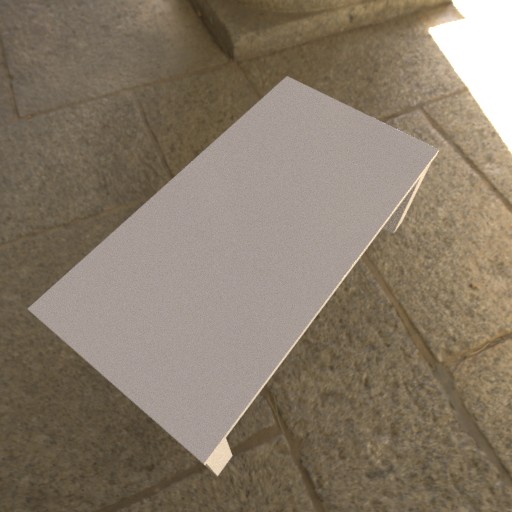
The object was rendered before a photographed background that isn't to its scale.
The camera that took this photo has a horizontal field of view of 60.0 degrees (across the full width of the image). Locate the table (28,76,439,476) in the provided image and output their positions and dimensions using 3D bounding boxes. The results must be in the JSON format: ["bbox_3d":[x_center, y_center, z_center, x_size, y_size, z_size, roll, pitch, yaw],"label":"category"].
[{"bbox_3d":[0.000,0.000,1.699,0.700,0.470,1.350,33,65,18],"label":"table"}]
